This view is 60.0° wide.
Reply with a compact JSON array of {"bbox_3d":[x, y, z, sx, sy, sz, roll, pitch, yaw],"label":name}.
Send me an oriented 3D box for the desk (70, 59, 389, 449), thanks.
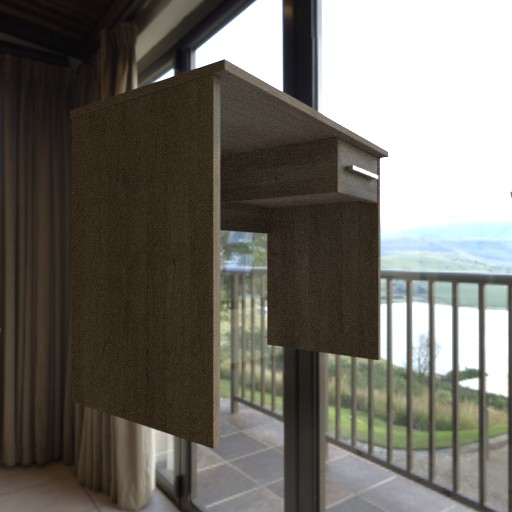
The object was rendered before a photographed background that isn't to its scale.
[{"bbox_3d":[0.000,0.000,1.321,0.498,0.724,0.893,0,0,36],"label":"desk"}]
